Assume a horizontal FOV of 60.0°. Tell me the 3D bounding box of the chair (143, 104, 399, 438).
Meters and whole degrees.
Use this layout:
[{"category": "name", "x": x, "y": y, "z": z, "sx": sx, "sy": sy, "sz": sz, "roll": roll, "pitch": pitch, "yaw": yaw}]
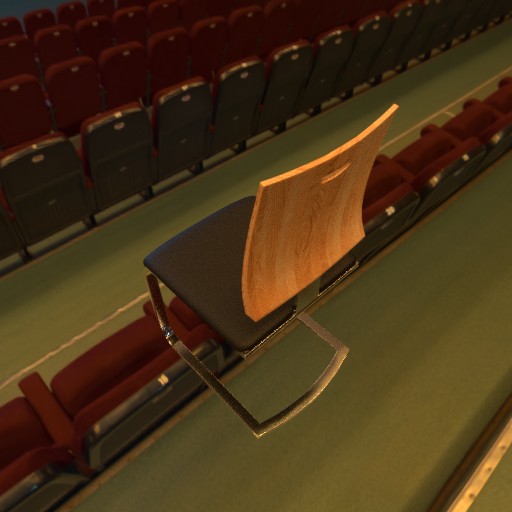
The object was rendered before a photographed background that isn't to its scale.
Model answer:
[{"category": "chair", "x": 0.000, "y": 0.000, "z": 1.246, "sx": 0.462, "sy": 0.936, "sz": 0.560, "roll": -35, "pitch": 56, "yaw": -28}]
